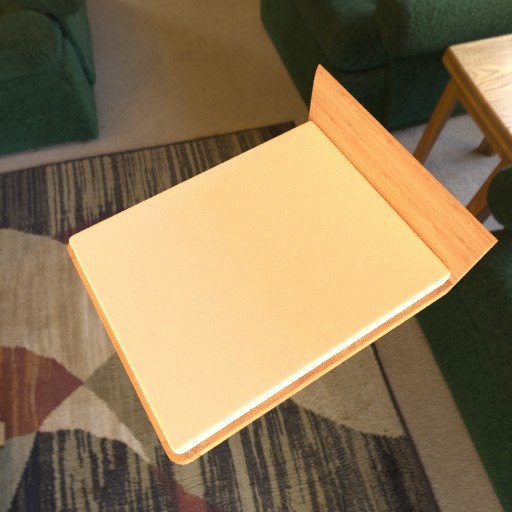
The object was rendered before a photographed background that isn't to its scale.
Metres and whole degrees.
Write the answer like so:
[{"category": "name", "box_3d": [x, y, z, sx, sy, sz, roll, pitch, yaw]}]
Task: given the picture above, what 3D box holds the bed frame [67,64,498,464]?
[{"category": "bed frame", "box_3d": [0.000, 0.000, 2.911, 2.092, 0.940, 1.660, -29, 66, -14]}]
